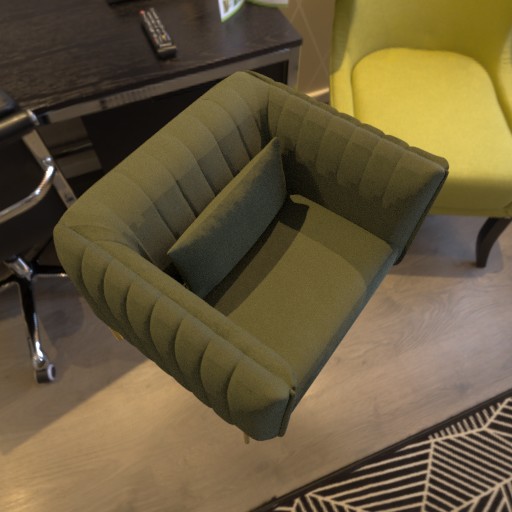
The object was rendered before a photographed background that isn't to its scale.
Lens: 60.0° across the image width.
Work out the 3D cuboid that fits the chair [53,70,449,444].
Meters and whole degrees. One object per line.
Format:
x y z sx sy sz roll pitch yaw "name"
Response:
0.000 0.000 1.655 0.877 0.794 1.032 33 64 18 "chair"
